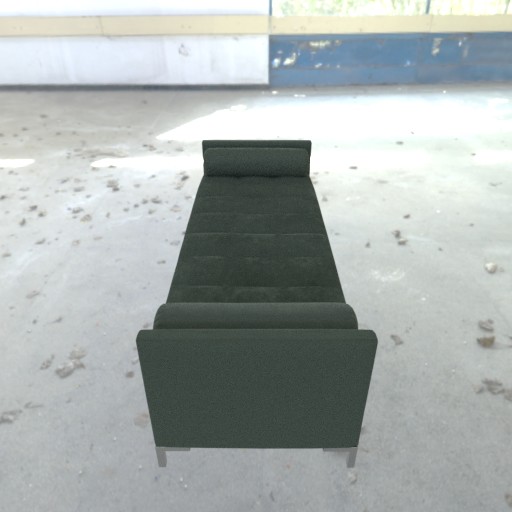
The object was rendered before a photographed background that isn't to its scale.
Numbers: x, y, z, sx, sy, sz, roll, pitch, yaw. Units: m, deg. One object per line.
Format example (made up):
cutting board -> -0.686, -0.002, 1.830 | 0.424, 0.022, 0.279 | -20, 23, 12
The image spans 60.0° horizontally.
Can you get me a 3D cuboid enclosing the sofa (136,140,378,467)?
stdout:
sofa -> 0.000, 0.000, 2.439 | 0.797, 0.657, 2.102 | 0, 32, 0
